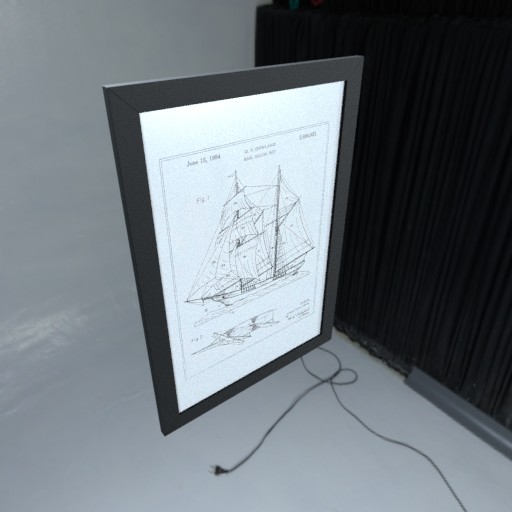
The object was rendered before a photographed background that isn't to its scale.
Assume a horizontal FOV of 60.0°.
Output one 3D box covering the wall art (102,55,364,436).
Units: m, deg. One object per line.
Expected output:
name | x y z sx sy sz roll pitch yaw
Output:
wall art | 0.000 0.000 0.582 0.326 0.459 0.011 -22 37 -31
